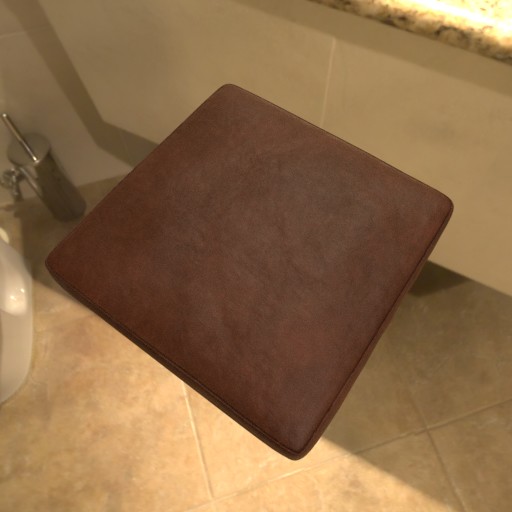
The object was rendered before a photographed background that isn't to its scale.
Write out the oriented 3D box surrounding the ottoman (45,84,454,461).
[{"bbox_3d":[0.000,0.000,1.334,0.844,0.415,0.836,33,68,15],"label":"ottoman"}]
